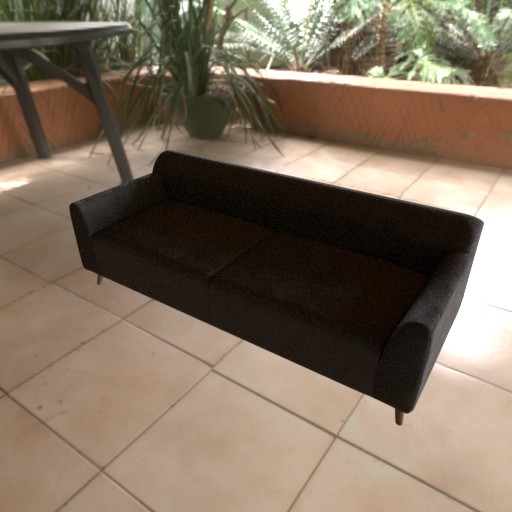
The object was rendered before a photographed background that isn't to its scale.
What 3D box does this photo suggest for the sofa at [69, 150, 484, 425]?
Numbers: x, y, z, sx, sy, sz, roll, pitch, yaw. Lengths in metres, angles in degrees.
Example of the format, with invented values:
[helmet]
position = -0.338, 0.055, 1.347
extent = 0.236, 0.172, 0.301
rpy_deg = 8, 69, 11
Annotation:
[sofa]
position = 0.000, 0.000, 2.604
extent = 2.190, 0.740, 0.900
rpy_deg = 18, 34, 29
